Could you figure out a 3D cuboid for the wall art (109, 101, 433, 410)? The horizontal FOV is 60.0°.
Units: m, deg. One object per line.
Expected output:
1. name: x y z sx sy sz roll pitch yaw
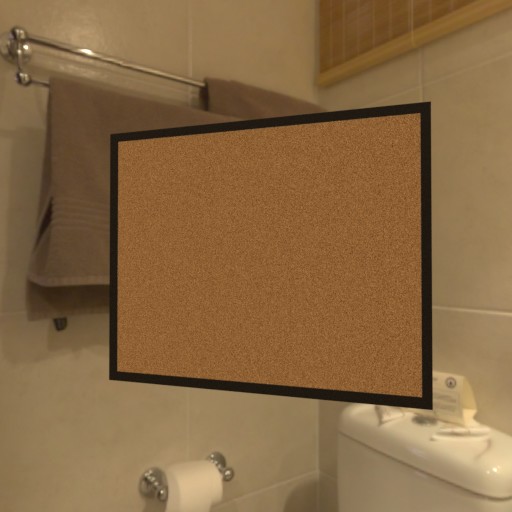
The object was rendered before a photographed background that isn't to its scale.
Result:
1. wall art: 0.000 0.000 0.539 0.397 0.325 0.028 0 -1 18
